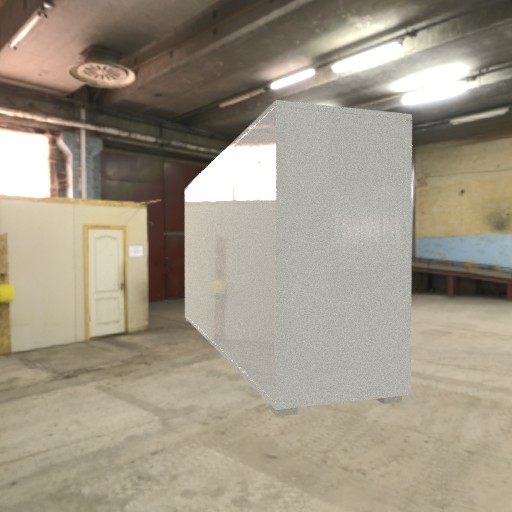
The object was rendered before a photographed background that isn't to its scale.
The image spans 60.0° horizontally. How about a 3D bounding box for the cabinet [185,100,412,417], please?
[{"bbox_3d":[0.000,0.000,1.962,0.400,0.800,1.650,0,1,-17],"label":"cabinet"}]
